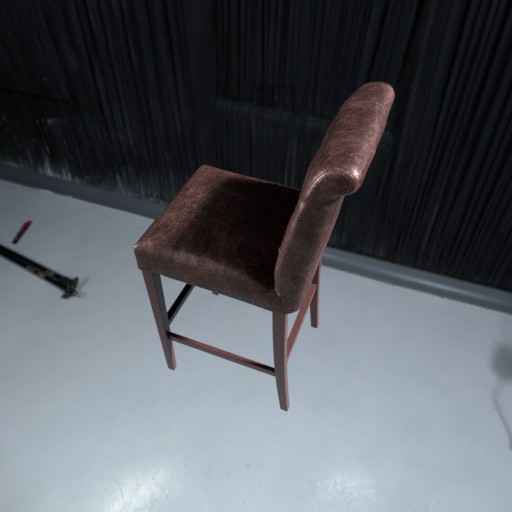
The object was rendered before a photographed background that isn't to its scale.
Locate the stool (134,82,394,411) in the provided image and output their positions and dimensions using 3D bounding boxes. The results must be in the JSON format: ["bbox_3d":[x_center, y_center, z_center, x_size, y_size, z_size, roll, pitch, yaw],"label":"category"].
[{"bbox_3d":[0.000,0.000,1.550,0.659,1.168,0.483,16,48,15],"label":"stool"}]
